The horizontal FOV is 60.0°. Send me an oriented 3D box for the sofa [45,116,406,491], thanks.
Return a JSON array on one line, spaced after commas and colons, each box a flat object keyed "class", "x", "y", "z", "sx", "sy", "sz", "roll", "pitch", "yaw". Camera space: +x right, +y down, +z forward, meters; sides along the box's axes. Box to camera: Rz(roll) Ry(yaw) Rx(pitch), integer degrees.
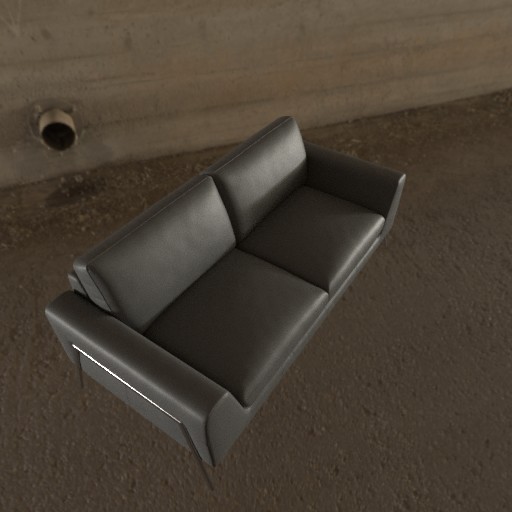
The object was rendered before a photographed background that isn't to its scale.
[{"class": "sofa", "x": 0.000, "y": 0.000, "z": 2.502, "sx": 0.953, "sy": 0.875, "sz": 2.017, "roll": 25, "pitch": 49, "yaw": 24}]
